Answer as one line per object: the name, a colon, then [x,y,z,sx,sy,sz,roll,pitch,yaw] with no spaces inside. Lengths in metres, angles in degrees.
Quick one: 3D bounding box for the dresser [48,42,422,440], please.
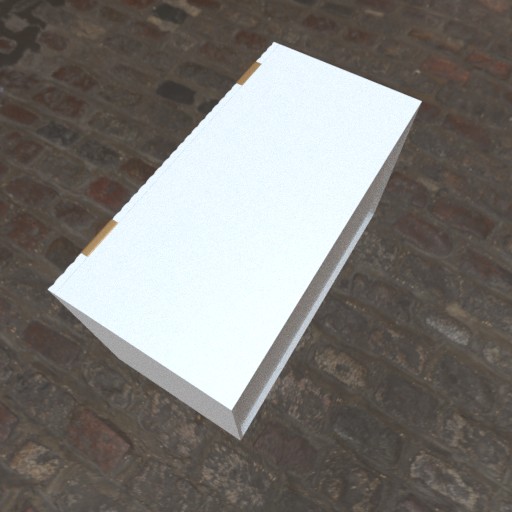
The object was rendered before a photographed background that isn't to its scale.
dresser: [0.000,0.000,1.349,0.457,0.721,0.905,29,66,14]
